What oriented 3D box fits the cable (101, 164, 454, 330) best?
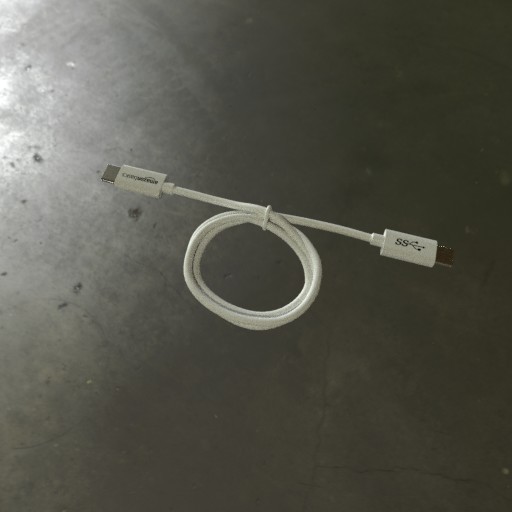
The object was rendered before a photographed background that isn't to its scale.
[{"bbox_3d":[0.000,0.000,0.215,0.186,0.014,0.070,14,65,7],"label":"cable"}]
